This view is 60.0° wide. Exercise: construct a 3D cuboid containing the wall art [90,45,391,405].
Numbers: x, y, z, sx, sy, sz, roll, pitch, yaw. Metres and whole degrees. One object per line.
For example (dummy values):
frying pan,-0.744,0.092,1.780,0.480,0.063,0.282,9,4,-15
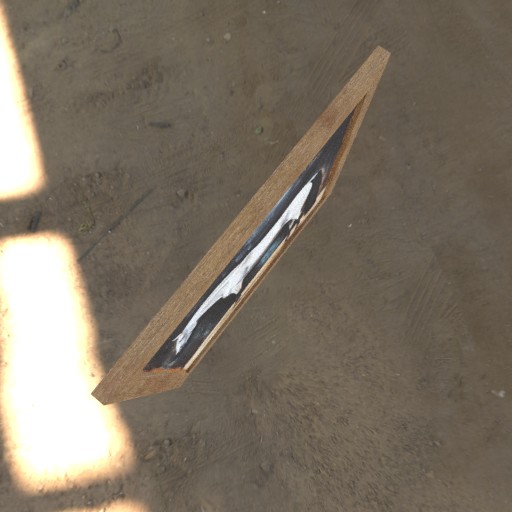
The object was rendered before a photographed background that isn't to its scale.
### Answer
wall art,0.000,0.000,0.941,0.026,0.588,0.690,37,79,9
